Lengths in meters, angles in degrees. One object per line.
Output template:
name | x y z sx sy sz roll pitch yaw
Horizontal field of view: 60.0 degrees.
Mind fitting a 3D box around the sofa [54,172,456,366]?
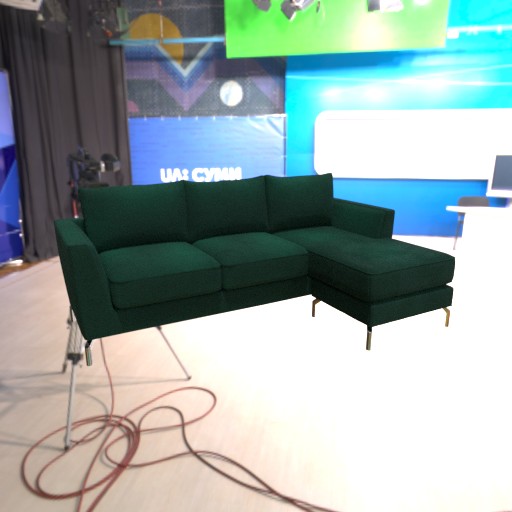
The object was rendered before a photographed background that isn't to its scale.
sofa | 0.000 0.000 3.112 2.441 1.007 1.489 -8 18 -27
